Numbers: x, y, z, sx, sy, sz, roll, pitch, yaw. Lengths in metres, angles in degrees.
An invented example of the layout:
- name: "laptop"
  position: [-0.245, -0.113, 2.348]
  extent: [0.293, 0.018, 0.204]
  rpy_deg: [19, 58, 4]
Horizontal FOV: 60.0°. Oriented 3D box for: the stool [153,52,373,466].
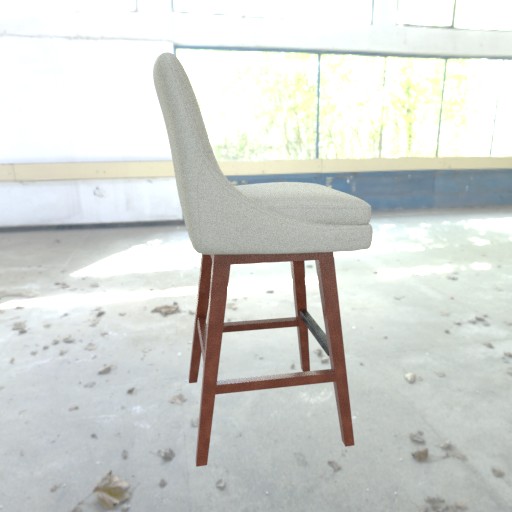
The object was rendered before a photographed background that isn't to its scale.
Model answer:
- name: "stool"
  position: [0.000, 0.000, 1.371]
  extent: [0.559, 1.092, 0.470]
  rpy_deg: [-3, 16, -11]
